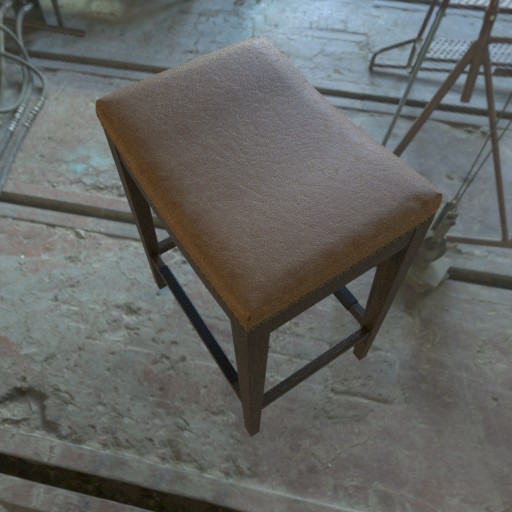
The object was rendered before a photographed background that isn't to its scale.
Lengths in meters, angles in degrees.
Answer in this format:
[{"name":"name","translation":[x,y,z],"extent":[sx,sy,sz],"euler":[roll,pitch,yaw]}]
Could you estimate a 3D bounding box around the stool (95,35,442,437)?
[{"name":"stool","translation":[0.000,0.000,0.941],"extent":[0.361,0.660,0.500],"euler":[-30,63,-17]}]
